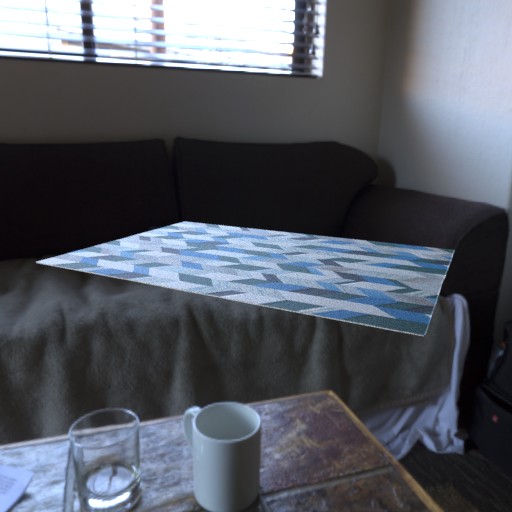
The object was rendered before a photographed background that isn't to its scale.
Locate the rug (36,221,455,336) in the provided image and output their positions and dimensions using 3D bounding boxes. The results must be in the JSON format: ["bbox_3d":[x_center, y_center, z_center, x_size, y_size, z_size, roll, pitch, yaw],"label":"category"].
[{"bbox_3d":[0.000,0.000,2.308,1.827,0.005,1.229,8,17,27],"label":"rug"}]
